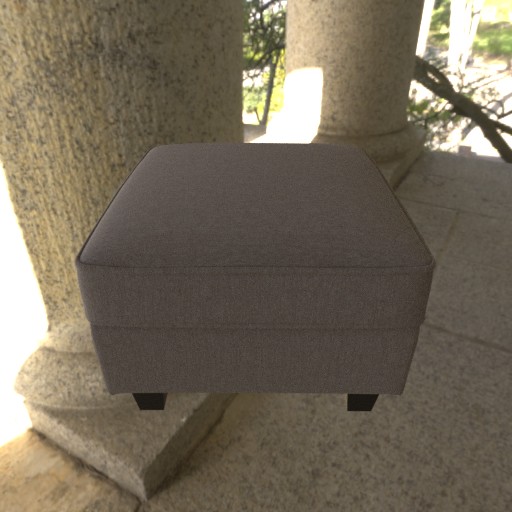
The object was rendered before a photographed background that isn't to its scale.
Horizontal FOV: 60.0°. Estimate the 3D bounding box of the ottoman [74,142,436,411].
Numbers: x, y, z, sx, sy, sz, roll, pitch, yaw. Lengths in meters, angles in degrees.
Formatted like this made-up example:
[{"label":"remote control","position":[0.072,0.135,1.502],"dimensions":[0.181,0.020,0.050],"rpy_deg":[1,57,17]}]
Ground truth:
[{"label":"ottoman","position":[0.000,0.000,1.409],"dimensions":[0.808,0.612,0.871],"rpy_deg":[0,31,0]}]
